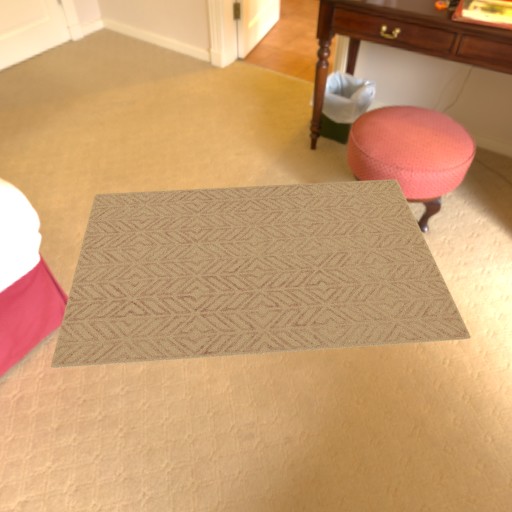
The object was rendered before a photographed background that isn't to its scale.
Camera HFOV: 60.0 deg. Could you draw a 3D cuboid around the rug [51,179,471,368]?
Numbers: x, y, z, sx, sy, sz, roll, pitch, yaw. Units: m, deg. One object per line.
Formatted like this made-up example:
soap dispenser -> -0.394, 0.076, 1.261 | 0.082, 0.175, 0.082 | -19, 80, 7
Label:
rug -> 0.000, 0.000, 3.066 | 2.438, 0.008, 1.523 | -3, 48, -3
